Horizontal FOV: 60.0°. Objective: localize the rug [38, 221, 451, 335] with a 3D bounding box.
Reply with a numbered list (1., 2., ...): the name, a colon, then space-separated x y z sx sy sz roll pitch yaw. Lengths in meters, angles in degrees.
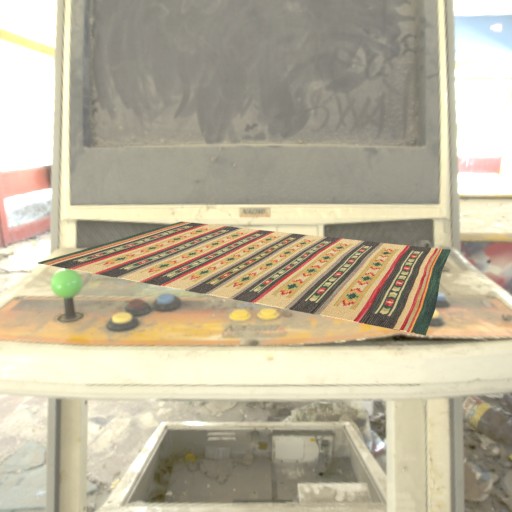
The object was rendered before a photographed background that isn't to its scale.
1. rug: 0.000 0.000 2.940 2.311 0.010 1.522 8 17 26
